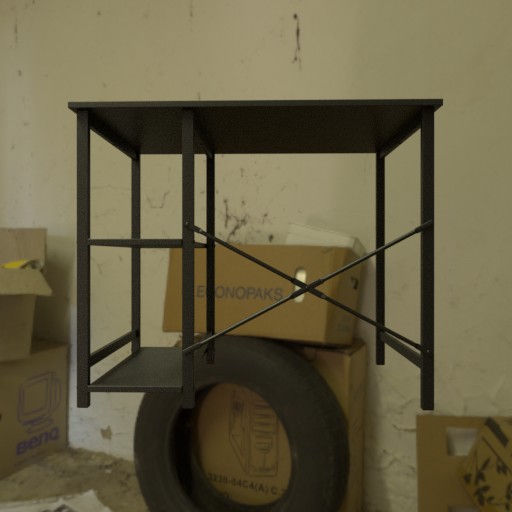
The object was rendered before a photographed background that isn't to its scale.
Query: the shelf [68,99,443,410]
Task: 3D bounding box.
[{"bbox_3d":[0.000,0.000,1.313,0.902,0.749,0.498,0,0,1],"label":"shelf"}]
